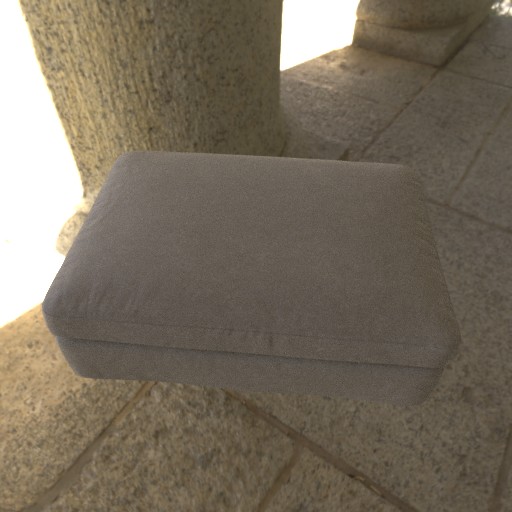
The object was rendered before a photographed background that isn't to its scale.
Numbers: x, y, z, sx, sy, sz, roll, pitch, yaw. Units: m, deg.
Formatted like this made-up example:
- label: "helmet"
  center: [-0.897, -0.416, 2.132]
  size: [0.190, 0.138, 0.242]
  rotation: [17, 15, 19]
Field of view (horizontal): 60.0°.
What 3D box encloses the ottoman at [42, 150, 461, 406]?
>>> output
- label: "ottoman"
  center: [0.000, 0.000, 1.569]
  size: [1.199, 0.429, 0.840]
  rotation: [4, 47, 4]
